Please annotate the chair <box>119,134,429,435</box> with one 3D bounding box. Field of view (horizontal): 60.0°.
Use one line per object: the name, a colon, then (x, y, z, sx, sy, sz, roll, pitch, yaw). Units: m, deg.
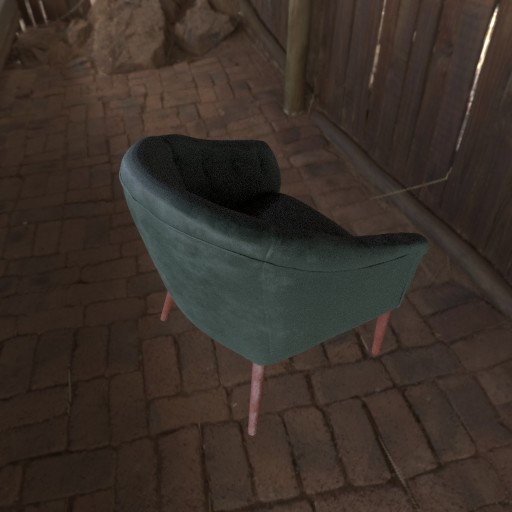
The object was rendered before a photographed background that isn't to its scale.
chair: (0.000, 0.000, 1.542, 0.776, 0.885, 0.851, -26, 47, -27)
